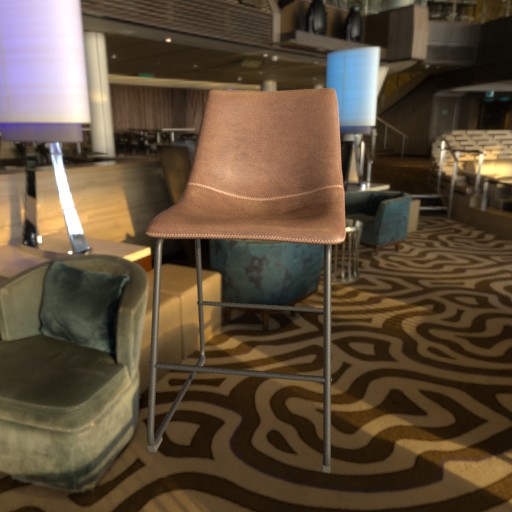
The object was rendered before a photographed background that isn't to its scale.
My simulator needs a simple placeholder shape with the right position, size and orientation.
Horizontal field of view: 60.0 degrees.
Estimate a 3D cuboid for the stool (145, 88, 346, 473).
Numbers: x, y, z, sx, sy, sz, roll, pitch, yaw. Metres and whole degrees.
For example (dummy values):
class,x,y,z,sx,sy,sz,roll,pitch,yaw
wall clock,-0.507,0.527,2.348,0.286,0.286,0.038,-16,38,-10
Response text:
class,x,y,z,sx,sy,sz,roll,pitch,yaw
stool,0.000,0.000,1.199,0.460,0.890,0.550,3,16,9
